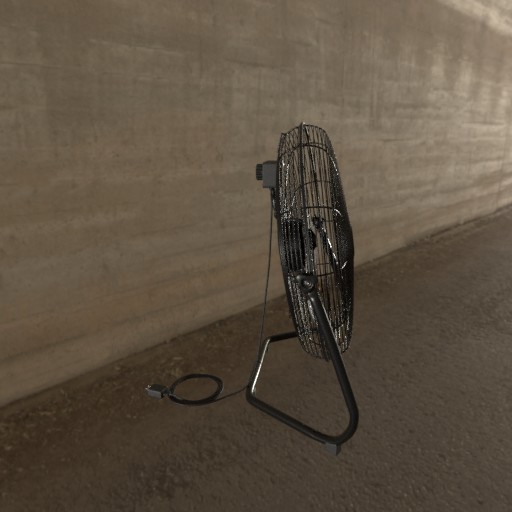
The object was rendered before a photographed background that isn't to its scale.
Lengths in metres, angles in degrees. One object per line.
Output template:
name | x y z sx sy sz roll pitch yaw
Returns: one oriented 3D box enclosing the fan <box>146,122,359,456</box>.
fan | 0.000 0.000 1.046 0.470 0.605 0.595 3 16 9
